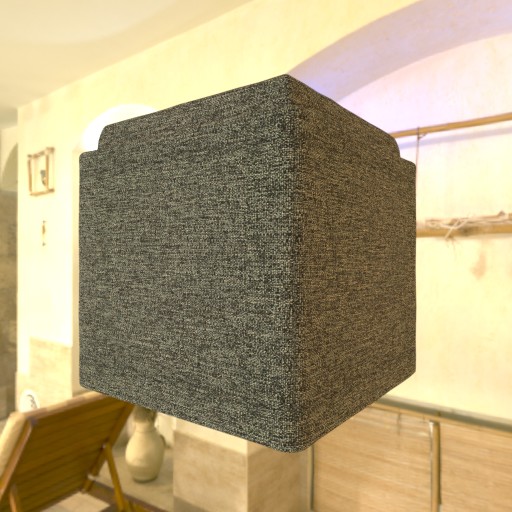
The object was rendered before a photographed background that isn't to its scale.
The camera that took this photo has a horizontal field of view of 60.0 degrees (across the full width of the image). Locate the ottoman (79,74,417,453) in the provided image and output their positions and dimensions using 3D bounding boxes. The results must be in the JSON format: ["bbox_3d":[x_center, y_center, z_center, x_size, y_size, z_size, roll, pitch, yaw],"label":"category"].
[{"bbox_3d":[0.000,0.000,0.801,0.450,0.463,0.450,0,0,37],"label":"ottoman"}]
